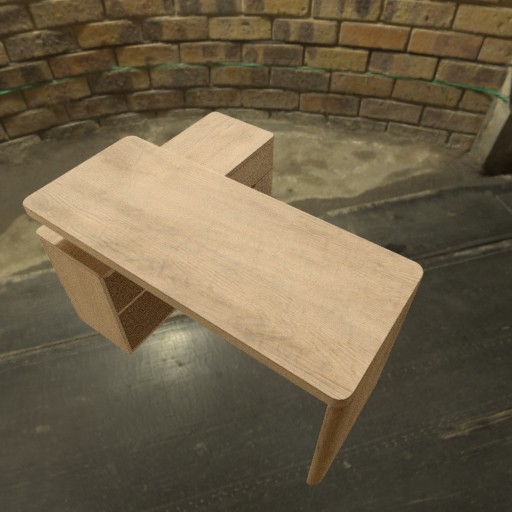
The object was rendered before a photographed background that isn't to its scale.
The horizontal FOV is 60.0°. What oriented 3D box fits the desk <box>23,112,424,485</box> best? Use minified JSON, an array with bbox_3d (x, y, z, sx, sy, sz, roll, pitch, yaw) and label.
[{"bbox_3d":[0.000,0.000,2.028,1.400,0.770,1.175,28,53,23],"label":"desk"}]
